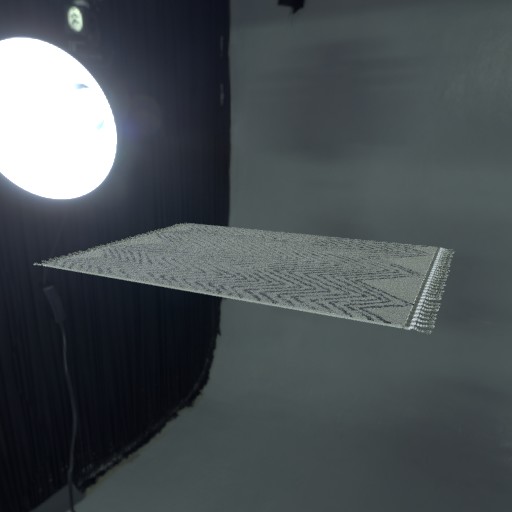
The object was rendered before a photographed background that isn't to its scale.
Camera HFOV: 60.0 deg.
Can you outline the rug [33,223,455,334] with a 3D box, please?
[{"bbox_3d":[0.000,0.000,2.301,1.847,0.014,1.230,7,16,25],"label":"rug"}]
